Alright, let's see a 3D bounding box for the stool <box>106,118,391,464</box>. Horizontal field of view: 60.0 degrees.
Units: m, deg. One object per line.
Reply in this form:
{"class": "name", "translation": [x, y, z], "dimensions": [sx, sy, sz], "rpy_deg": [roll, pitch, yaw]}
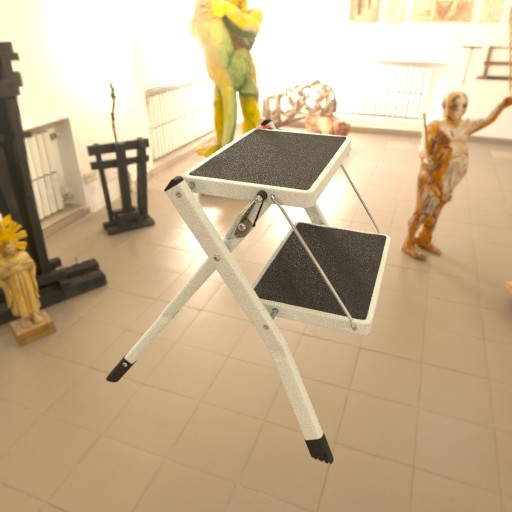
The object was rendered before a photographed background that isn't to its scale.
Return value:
{"class": "stool", "translation": [0.000, 0.000, 0.881], "dimensions": [0.490, 0.445, 0.485], "rpy_deg": [10, 31, 18]}
